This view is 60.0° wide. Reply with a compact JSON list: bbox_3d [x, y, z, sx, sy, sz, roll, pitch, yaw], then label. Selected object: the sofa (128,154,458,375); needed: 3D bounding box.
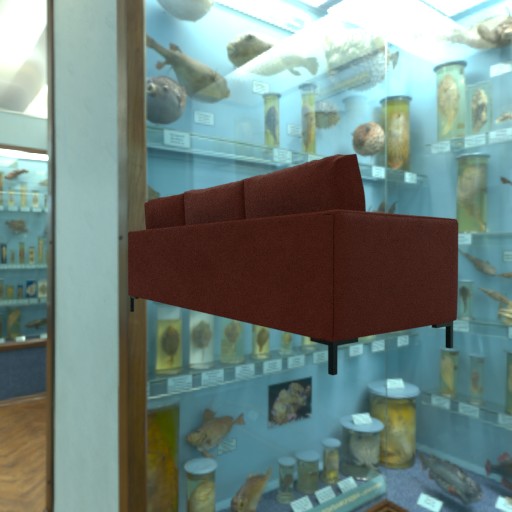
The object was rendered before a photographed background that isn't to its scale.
[{"bbox_3d":[0.000,0.000,2.799,0.875,0.879,2.252,0,1,-36],"label":"sofa"}]
